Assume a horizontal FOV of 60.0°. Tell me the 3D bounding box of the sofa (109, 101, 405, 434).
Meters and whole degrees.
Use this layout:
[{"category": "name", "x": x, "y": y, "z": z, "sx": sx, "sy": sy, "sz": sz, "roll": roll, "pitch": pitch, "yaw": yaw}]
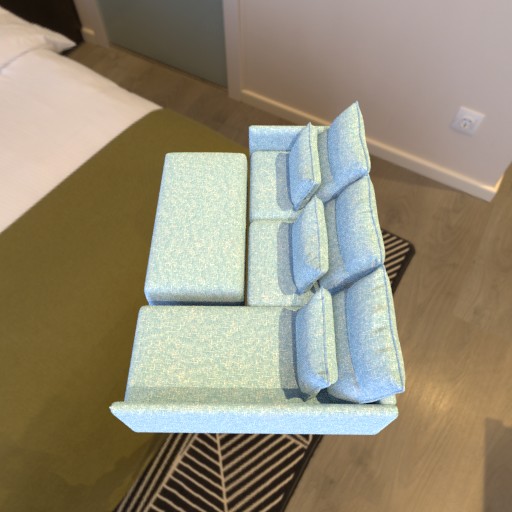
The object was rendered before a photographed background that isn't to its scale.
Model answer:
[{"category": "sofa", "x": 0.000, "y": 0.000, "z": 2.832, "sx": 1.420, "sy": 0.899, "sz": 2.034, "roll": 1, "pitch": 58, "yaw": 0}]
